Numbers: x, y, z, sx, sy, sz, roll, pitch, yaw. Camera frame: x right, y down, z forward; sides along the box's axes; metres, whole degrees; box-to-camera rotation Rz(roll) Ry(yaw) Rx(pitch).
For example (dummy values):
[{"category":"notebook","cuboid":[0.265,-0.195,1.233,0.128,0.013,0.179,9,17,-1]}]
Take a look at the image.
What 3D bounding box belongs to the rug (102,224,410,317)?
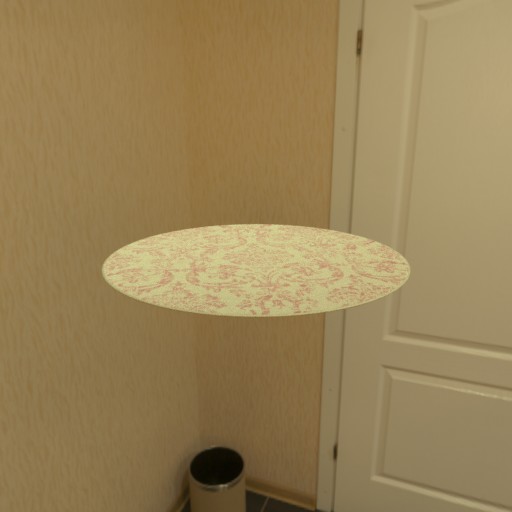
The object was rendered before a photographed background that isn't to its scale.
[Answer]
[{"category":"rug","cuboid":[0.000,0.000,2.411,1.593,0.012,1.593,0,16,0]}]
